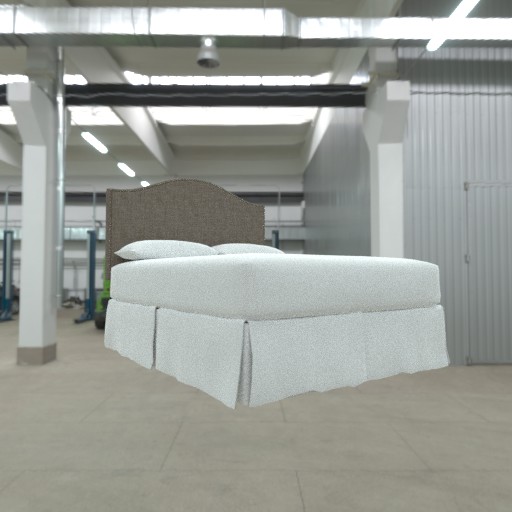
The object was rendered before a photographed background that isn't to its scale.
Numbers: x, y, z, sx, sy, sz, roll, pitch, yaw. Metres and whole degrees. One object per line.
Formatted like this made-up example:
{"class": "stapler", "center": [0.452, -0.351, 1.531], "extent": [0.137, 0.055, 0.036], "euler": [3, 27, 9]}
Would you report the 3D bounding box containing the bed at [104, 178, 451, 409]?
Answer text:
{"class": "bed", "center": [0.000, 0.000, 3.318], "extent": [1.713, 1.518, 2.153], "euler": [2, -3, -36]}
